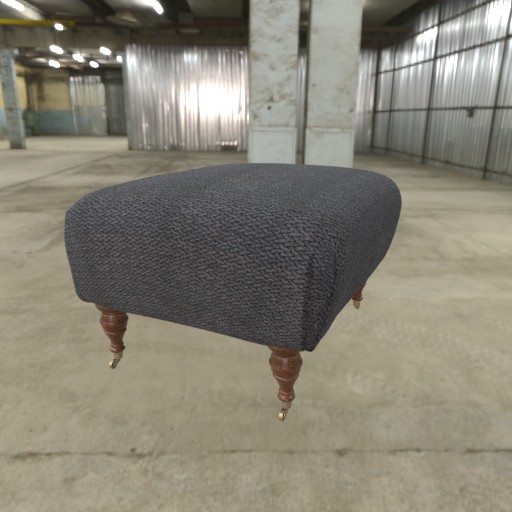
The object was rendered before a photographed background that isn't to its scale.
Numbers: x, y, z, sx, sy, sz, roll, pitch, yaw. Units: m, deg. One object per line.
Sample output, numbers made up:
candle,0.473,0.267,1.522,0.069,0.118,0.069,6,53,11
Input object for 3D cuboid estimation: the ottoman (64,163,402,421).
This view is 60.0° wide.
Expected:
ottoman,0.000,0.000,1.154,0.622,0.450,0.747,8,18,25
